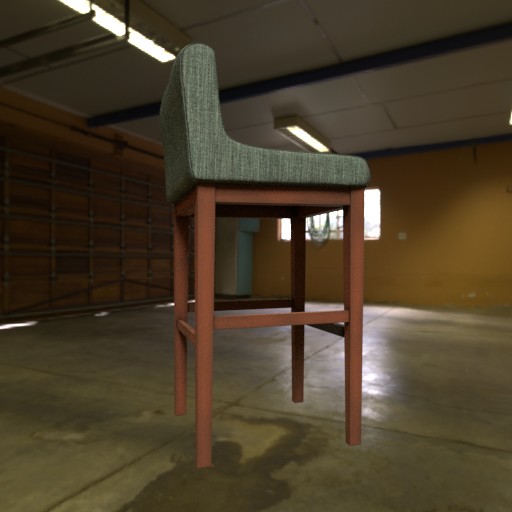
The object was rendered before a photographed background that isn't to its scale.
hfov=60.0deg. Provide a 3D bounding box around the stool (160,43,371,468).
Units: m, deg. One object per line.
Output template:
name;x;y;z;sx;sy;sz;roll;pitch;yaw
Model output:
stool;0.000;0.000;1.247;0.499;0.965;0.426;0;-1;-18
